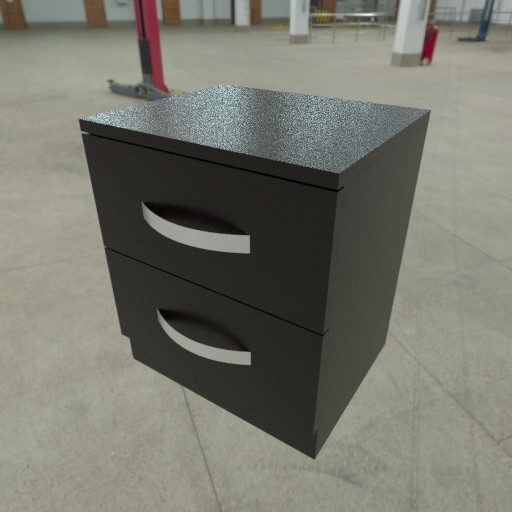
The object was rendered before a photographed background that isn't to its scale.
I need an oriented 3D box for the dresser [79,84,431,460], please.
[{"bbox_3d":[0.000,0.000,0.760,0.400,0.470,0.360,19,35,28],"label":"dresser"}]
